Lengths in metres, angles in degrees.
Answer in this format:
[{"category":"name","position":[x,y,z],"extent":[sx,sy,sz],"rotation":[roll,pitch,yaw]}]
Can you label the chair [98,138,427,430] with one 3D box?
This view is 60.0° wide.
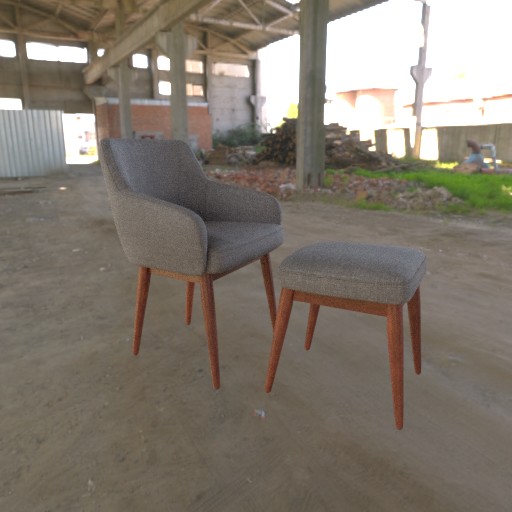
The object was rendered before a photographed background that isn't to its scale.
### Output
[{"category":"chair","position":[0.000,0.000,1.540],"extent":[1.107,0.799,0.584],"rotation":[7,15,27]}]
